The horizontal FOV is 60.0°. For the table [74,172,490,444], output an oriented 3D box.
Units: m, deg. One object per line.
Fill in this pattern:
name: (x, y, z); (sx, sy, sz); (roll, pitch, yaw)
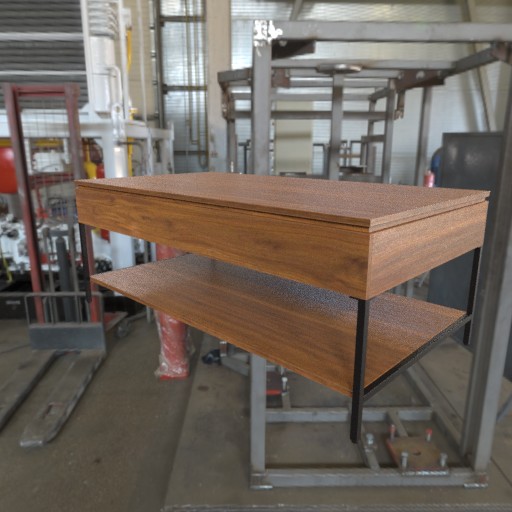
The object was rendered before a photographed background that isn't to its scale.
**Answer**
table: (0.000, 0.000, 1.305); (1.057, 0.414, 0.574); (14, 20, 42)
